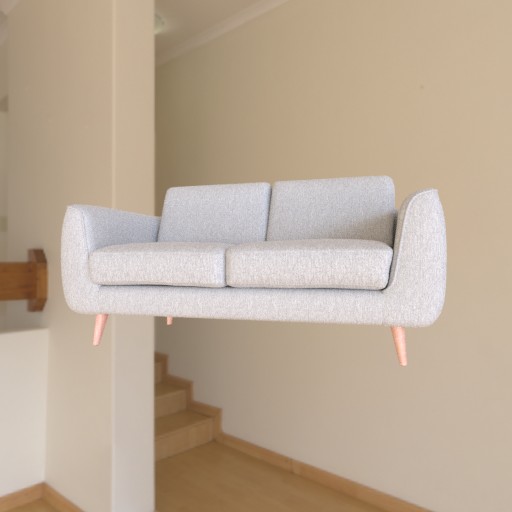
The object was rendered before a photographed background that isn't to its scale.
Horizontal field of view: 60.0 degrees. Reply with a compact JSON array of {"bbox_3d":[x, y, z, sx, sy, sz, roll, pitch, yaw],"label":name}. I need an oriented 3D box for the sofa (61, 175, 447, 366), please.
[{"bbox_3d":[0.000,0.000,2.236,1.700,0.850,0.920,0,-1,17],"label":"sofa"}]
